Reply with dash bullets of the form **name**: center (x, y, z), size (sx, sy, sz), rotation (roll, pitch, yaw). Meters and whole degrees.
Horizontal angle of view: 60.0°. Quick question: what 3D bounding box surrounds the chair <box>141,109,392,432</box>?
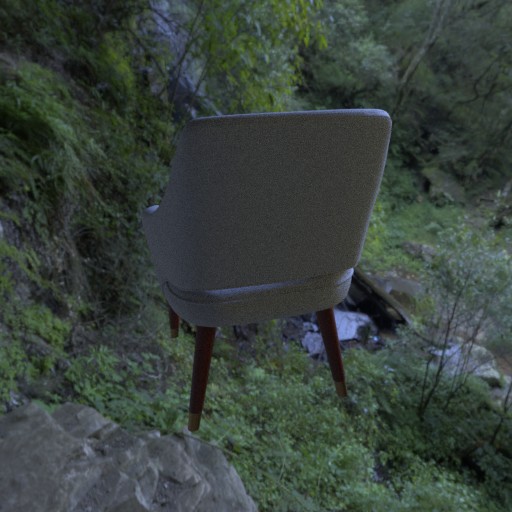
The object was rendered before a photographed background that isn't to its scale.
- **chair**: center (0.000, 0.000, 1.289), size (0.609, 0.889, 0.600), rotation (-8, 28, -15)
